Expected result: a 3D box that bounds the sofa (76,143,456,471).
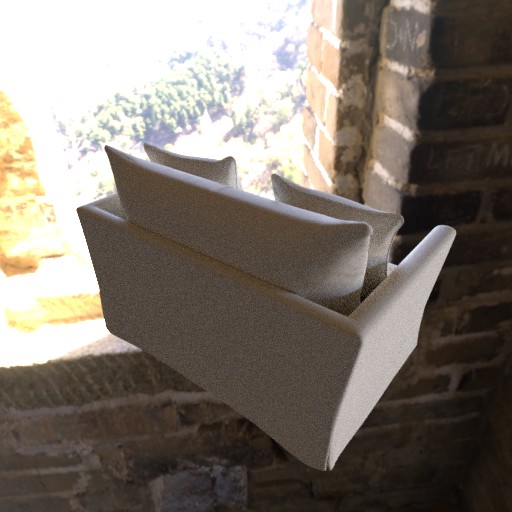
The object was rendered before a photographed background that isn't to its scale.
[{"bbox_3d":[0.000,0.000,2.255,1.608,1.039,1.026,22,37,32],"label":"sofa"}]
